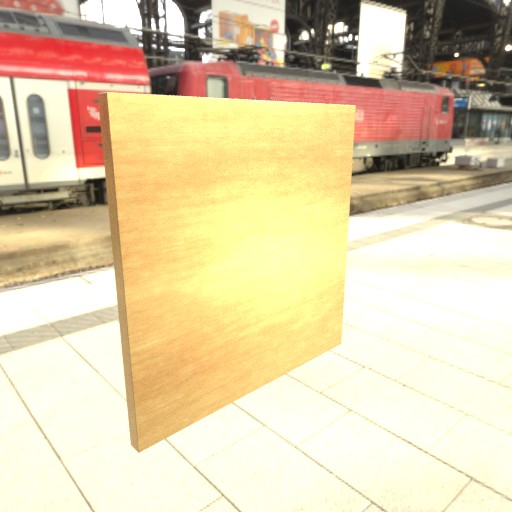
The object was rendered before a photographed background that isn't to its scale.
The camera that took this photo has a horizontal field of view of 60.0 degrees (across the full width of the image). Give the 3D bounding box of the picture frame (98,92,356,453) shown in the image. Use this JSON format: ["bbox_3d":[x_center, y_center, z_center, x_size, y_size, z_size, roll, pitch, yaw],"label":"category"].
[{"bbox_3d":[0.000,0.000,1.149,0.758,0.761,0.037,-15,22,-41],"label":"picture frame"}]
